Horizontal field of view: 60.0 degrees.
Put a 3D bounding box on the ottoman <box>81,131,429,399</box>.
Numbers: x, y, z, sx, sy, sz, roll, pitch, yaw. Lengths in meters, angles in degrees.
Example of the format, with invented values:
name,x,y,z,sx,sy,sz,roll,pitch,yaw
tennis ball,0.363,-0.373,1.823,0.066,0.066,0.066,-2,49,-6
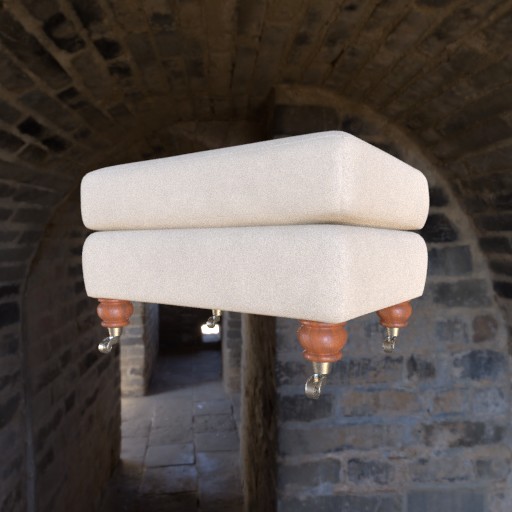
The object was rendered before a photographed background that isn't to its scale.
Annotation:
name,x,y,z,sx,sy,sz,roll,pitch,yaw
ottoman,0.000,0.000,1.174,0.773,0.504,0.569,1,1,35
